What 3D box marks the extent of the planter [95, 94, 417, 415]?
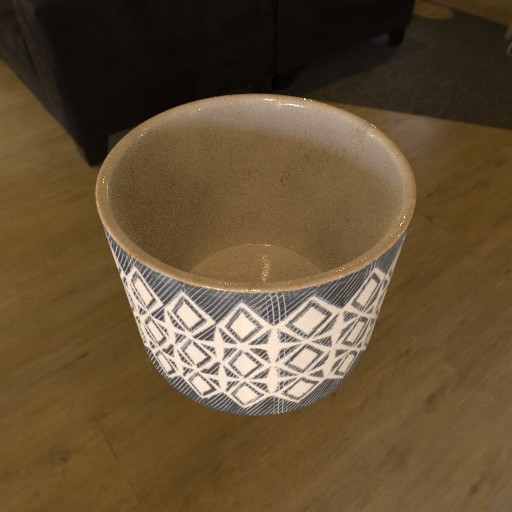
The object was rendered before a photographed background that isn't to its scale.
[{"bbox_3d":[0.000,0.000,0.218,0.126,0.104,0.126,0,47,0],"label":"planter"}]
